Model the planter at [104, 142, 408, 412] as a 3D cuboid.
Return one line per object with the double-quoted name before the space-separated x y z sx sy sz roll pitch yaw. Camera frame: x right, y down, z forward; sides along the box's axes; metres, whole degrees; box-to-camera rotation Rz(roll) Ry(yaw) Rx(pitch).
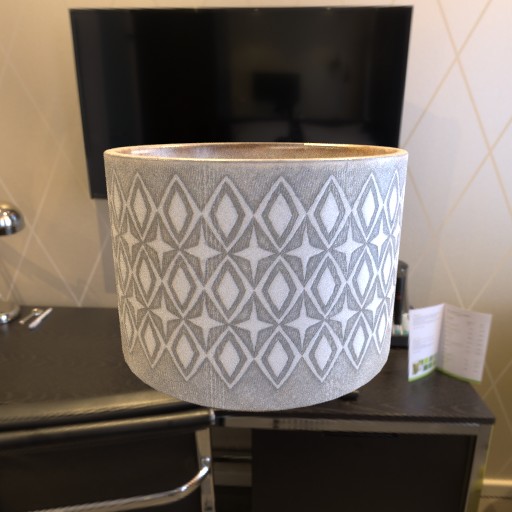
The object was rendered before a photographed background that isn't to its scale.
"planter" 0.000 0.000 0.305 0.186 0.144 0.186 0 17 0
